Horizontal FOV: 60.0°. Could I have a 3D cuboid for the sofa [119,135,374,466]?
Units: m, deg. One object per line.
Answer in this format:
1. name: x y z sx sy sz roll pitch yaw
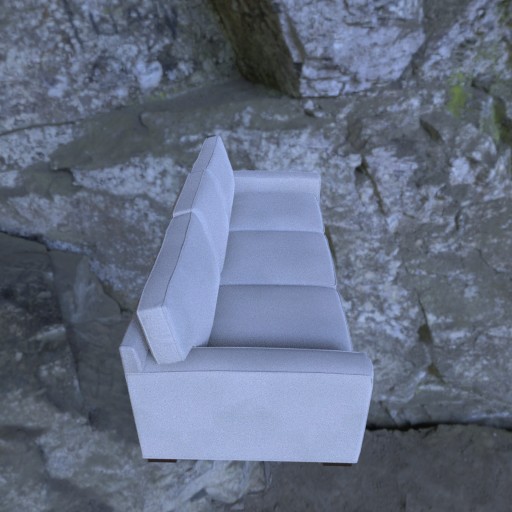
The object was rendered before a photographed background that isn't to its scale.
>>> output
1. sofa: 0.000 0.000 2.577 0.935 0.862 2.088 1 31 1
